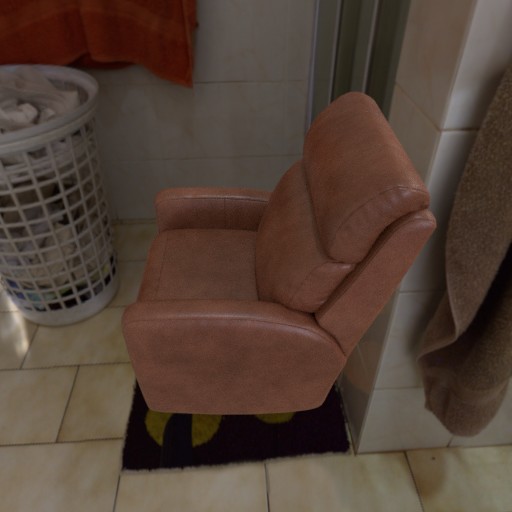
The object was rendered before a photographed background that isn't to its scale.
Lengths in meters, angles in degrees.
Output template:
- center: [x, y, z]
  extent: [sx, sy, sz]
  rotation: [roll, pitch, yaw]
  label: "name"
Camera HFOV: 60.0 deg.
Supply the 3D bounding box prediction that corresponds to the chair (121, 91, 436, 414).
- center: [0.000, 0.000, 1.672]
  extent: [0.939, 1.016, 0.787]
  rotation: [-1, 40, -1]
  label: "chair"
